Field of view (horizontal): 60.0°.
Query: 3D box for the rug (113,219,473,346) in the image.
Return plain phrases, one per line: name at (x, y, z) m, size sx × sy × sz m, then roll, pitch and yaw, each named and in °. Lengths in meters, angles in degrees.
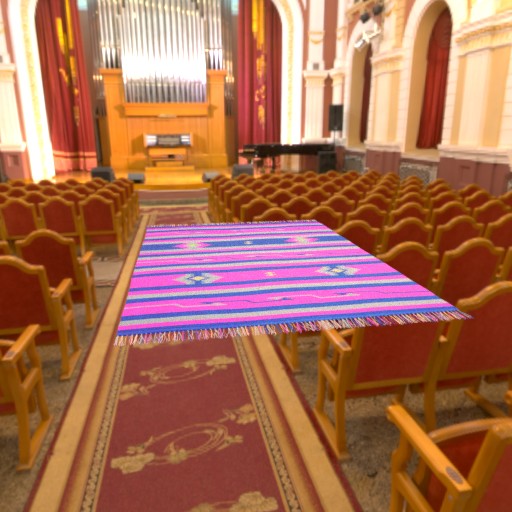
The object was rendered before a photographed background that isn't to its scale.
rug at (0.000, 0.000, 2.925) m, size 1.539 × 0.013 × 2.350 m, roll -3°, pitch 16°, yaw -10°
